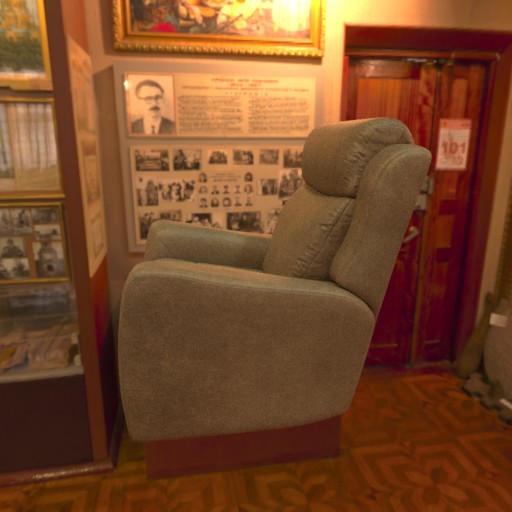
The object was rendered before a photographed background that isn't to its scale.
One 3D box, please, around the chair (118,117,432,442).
[{"bbox_3d":[0.000,0.000,1.896,1.068,1.116,0.965,-2,15,-8],"label":"chair"}]
